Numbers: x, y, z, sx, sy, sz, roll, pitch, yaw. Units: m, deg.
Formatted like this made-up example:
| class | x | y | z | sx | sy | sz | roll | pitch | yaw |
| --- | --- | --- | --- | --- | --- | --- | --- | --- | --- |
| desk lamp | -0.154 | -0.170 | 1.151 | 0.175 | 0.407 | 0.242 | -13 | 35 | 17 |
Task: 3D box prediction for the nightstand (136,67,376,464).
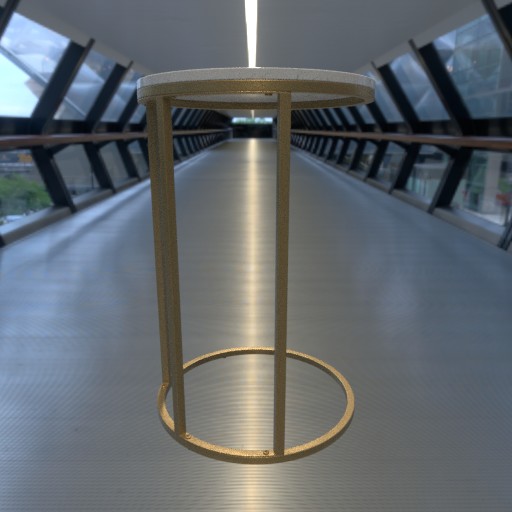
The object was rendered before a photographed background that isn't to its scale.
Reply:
| class | x | y | z | sx | sy | sz | roll | pitch | yaw |
| --- | --- | --- | --- | --- | --- | --- | --- | --- | --- |
| nightstand | 0.000 | 0.000 | 0.844 | 0.400 | 0.610 | 0.400 | 14 | 20 | 42 |
